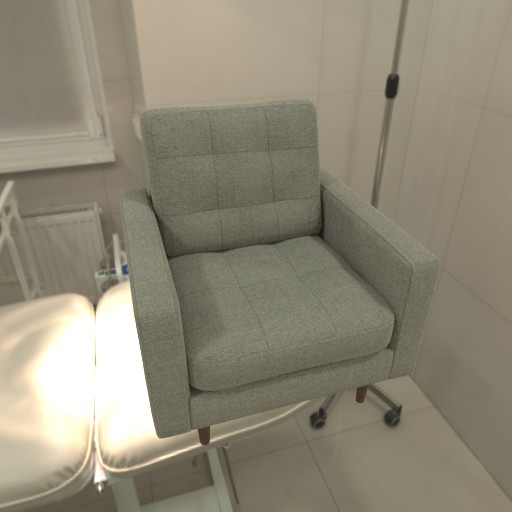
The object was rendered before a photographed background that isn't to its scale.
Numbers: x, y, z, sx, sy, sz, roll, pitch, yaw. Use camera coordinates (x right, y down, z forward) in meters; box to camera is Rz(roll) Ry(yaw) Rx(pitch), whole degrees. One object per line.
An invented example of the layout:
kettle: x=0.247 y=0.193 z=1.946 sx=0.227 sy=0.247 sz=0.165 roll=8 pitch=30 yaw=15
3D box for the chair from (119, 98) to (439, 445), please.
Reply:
chair: x=0.000 y=0.000 z=1.482 sx=0.821 sy=0.880 sz=0.843 roll=-9 pitch=32 yaw=-15
